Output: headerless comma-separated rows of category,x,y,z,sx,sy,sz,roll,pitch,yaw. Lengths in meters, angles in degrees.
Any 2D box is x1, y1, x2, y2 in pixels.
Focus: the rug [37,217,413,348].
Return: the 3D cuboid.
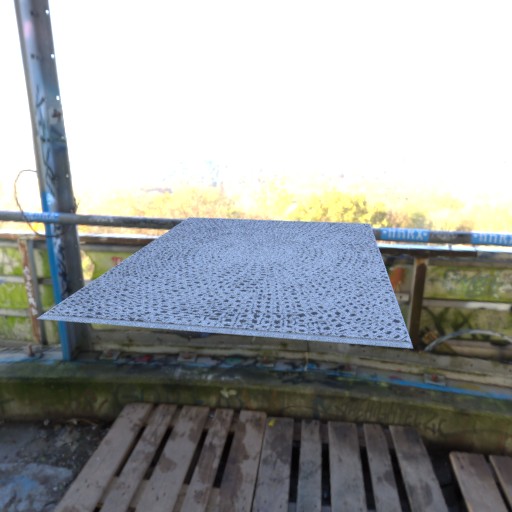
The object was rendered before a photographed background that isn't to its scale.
rug,0.000,0.000,2.134,1.190,0.003,1.634,3,17,9
